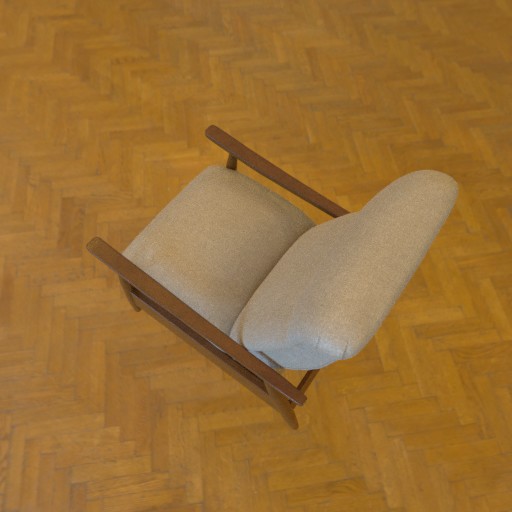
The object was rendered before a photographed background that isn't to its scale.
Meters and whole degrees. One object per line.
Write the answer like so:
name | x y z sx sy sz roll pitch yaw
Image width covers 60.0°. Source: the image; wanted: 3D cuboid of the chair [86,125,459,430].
chair | 0.000 0.000 1.729 1.030 1.082 0.762 33 67 16
